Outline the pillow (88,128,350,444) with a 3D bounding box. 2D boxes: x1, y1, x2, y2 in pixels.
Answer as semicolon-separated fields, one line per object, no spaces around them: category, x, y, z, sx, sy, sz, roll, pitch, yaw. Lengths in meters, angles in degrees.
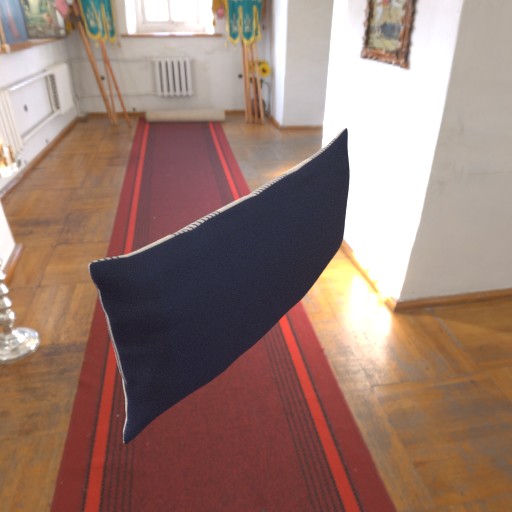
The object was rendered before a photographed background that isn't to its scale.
pillow;0.000;0.000;0.727;0.151;0.287;0.610;20;36;29
